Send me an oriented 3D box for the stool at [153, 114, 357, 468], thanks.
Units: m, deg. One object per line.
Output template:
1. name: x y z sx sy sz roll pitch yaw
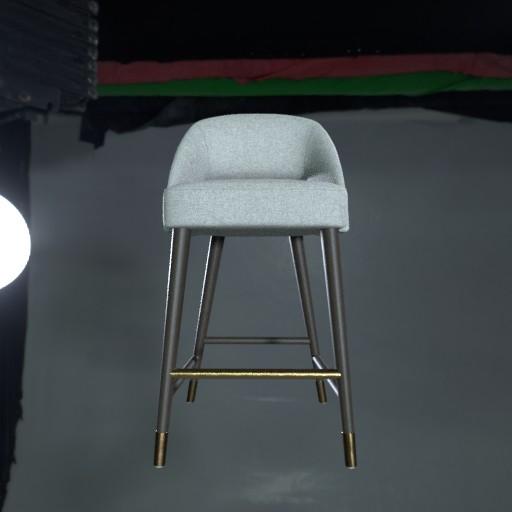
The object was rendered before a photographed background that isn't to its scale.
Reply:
1. stool: 0.000 0.000 1.232 0.494 0.940 0.509 0 0 1
